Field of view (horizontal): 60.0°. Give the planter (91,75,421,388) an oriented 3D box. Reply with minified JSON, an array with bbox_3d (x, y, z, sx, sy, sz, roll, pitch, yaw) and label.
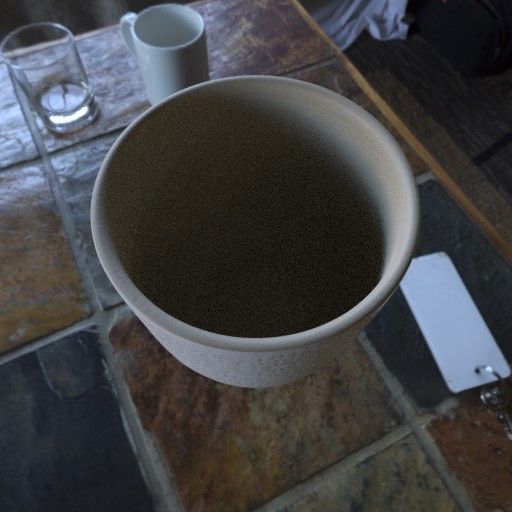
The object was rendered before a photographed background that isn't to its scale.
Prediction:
[{"bbox_3d":[0.000,0.000,0.297,0.170,0.152,0.170,0,63,0],"label":"planter"}]
